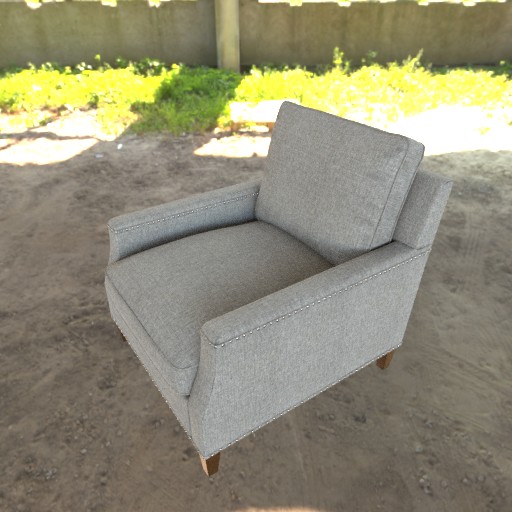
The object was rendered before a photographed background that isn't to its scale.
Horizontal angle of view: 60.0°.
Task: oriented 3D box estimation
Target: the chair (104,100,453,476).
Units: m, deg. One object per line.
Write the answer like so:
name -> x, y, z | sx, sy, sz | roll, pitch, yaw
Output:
chair -> 0.000, 0.000, 1.676 | 1.014, 0.943, 0.853 | -20, 37, -29
